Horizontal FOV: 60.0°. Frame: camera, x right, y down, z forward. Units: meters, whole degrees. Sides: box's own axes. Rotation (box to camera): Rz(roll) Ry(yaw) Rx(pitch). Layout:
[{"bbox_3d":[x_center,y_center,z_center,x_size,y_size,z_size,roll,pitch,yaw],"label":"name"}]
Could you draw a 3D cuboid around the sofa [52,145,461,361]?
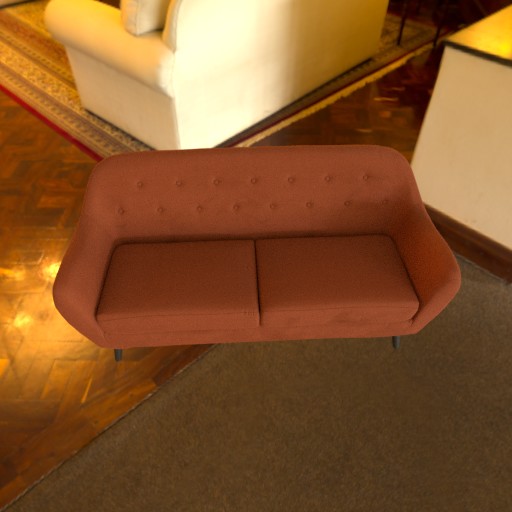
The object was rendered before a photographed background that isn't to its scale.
[{"bbox_3d":[0.000,0.000,2.340,1.840,0.836,0.820,-2,47,-2],"label":"sofa"}]
